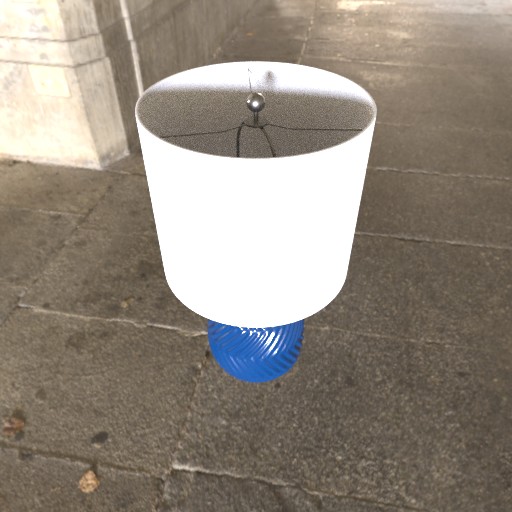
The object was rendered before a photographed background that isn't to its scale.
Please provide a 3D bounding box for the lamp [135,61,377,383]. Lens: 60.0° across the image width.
[{"bbox_3d":[0.000,0.000,0.498,0.203,0.368,0.203,-25,47,-25],"label":"lamp"}]
